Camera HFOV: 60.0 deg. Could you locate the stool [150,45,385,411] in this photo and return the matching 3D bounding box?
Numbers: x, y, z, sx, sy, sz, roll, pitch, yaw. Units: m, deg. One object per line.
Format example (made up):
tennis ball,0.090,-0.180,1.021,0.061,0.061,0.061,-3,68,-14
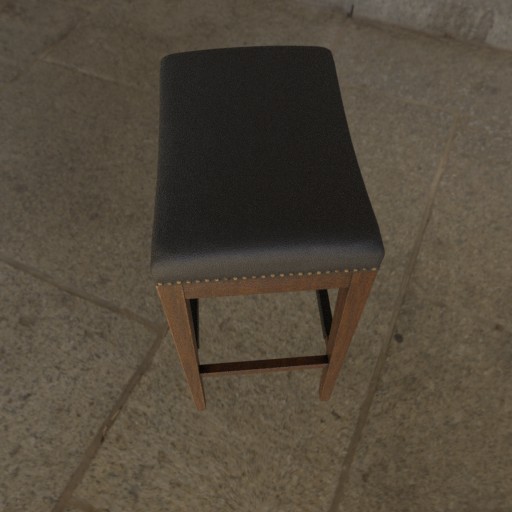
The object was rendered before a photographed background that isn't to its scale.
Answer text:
stool,0.000,0.000,1.012,0.361,0.765,0.500,-4,59,-2
